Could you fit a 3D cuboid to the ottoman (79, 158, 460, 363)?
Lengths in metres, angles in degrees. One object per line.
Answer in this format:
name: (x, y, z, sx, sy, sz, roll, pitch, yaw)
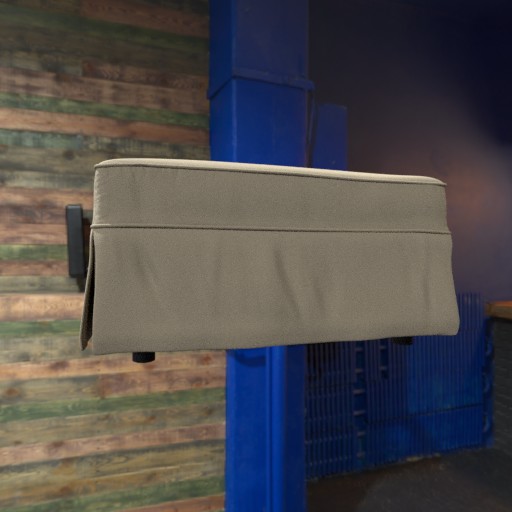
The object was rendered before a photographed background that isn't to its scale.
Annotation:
ottoman: (0.000, 0.000, 1.347, 0.959, 0.482, 0.721, 0, 0, -17)
